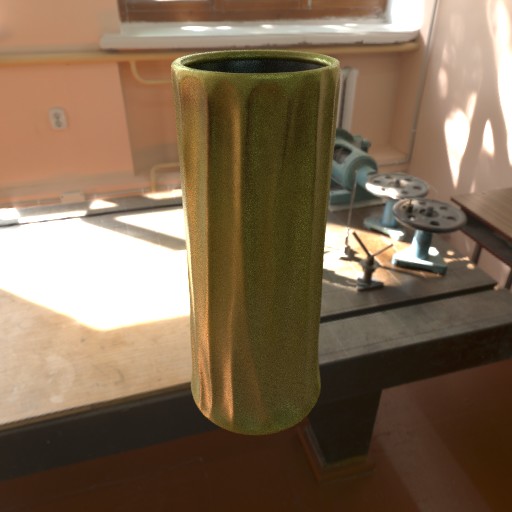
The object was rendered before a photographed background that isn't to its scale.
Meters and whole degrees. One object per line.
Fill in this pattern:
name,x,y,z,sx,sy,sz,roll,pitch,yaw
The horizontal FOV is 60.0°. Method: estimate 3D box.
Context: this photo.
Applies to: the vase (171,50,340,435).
vase,0.000,0.000,0.175,0.061,0.143,0.061,0,32,0
